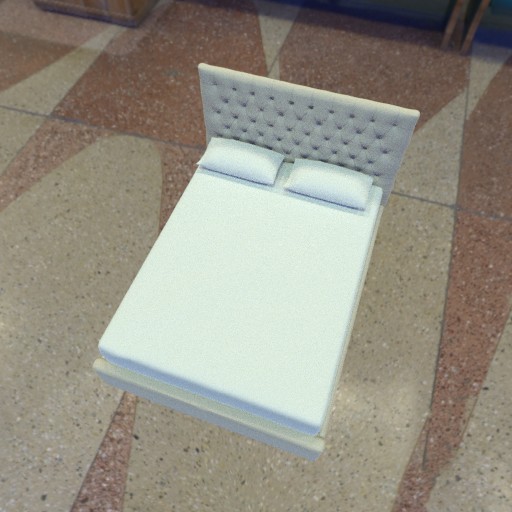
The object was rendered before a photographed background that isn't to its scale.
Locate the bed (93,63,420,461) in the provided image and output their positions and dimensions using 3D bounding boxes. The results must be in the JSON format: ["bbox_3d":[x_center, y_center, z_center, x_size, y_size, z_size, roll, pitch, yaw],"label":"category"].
[{"bbox_3d":[0.000,0.000,3.296,1.696,1.426,2.233,17,59,10],"label":"bed"}]
